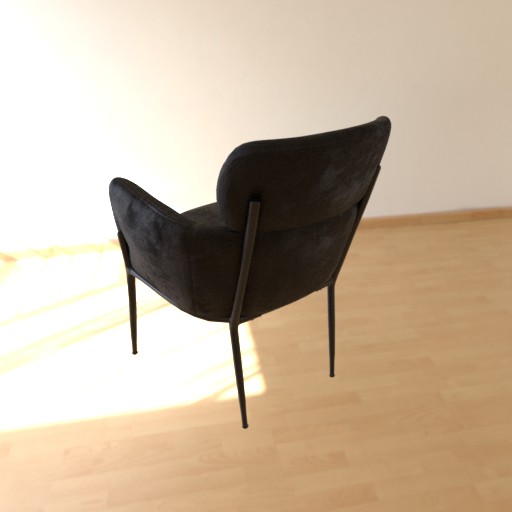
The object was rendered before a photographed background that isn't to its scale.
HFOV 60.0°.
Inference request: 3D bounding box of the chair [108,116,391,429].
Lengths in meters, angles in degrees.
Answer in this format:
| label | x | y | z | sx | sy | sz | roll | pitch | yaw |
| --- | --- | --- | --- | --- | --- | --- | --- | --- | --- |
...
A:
| label | x | y | z | sx | sy | sz | roll | pitch | yaw |
| --- | --- | --- | --- | --- | --- | --- | --- | --- | --- |
| chair | 0.000 | 0.000 | 1.245 | 0.640 | 0.818 | 0.604 | -20 | 35 | -30 |
